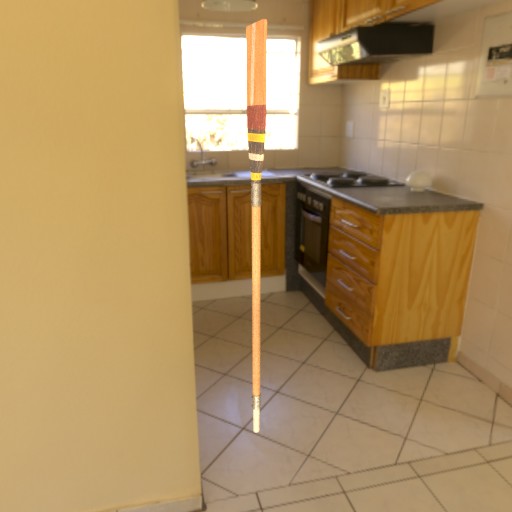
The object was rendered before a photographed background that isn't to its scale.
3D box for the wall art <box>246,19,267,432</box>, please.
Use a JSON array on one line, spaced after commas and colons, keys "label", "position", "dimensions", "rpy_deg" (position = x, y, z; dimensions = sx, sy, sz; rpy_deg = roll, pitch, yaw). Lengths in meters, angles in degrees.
[{"label": "wall art", "position": [0.000, 0.000, 1.645], "dimensions": [0.038, 1.556, 0.146], "rpy_deg": [-8, 19, -23]}]
